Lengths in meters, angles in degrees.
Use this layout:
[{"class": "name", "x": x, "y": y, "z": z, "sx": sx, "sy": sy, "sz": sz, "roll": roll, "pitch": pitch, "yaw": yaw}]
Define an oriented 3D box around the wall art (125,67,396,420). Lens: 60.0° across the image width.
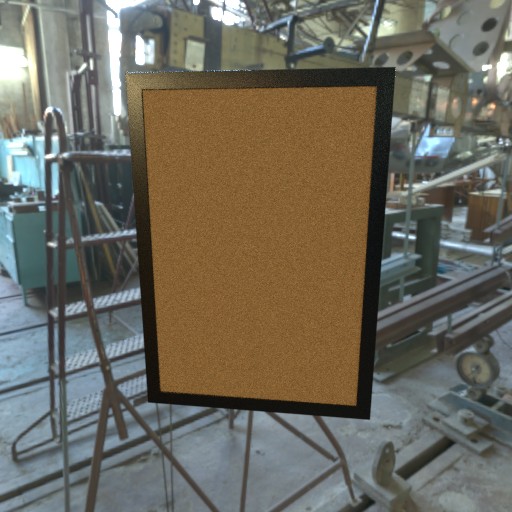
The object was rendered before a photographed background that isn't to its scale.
[{"class": "wall art", "x": 0.000, "y": 0.000, "z": 0.842, "sx": 0.462, "sy": 0.656, "sz": 0.019, "roll": 2, "pitch": 15, "yaw": 7}]
